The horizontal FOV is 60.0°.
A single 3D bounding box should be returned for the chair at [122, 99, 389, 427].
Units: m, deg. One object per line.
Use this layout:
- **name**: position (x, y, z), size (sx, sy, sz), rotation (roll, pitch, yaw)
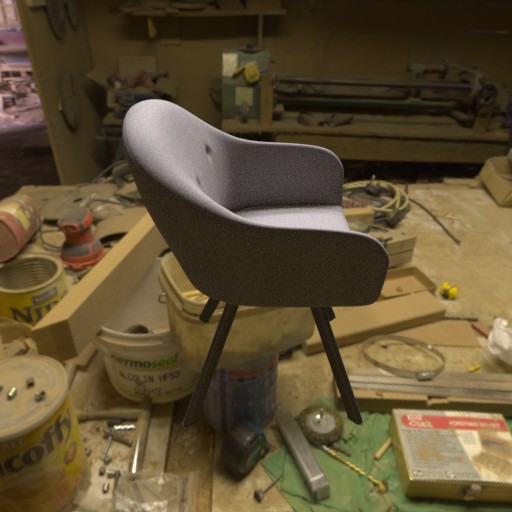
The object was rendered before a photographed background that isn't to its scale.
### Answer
- **chair**: position (0.000, 0.000, 1.174), size (0.570, 0.780, 0.540), rotation (0, 32, -1)
